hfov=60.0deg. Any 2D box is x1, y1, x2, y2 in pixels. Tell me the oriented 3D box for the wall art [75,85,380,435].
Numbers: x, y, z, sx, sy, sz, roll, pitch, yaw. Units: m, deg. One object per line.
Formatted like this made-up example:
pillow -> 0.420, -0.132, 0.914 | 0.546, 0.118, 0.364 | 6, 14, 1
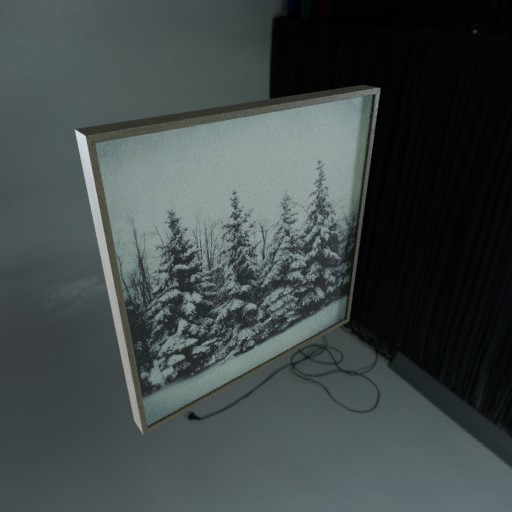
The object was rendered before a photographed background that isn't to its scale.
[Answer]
wall art -> 0.000, 0.000, 0.769 | 0.507, 0.507, 0.037 | -21, 36, -32
